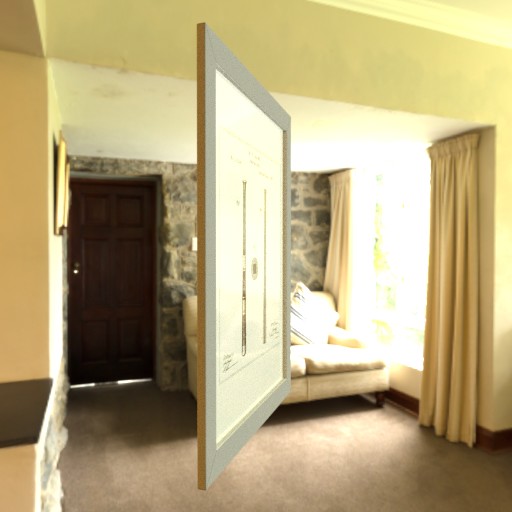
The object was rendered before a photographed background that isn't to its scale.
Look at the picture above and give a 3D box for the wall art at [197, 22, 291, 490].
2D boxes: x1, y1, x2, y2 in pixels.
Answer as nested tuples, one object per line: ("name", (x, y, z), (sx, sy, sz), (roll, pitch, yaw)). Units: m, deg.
("wall art", (0.000, 0.000, 0.678), (0.012, 0.529, 0.374), (0, 1, 19))
